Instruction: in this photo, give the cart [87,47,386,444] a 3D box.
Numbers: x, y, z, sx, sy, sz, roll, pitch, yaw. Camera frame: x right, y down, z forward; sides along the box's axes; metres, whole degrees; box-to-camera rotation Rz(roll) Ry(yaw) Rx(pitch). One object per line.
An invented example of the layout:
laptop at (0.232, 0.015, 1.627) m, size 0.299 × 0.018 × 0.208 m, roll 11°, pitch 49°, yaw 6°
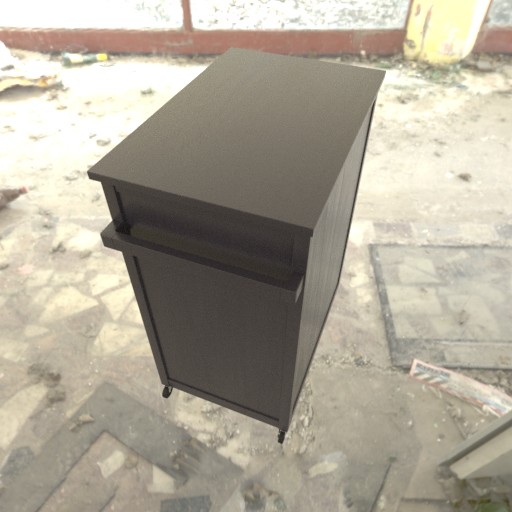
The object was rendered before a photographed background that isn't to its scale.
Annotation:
cart at (0.000, 0.000, 1.285) m, size 0.449 × 0.878 × 0.690 m, roll 16°, pitch 47°, yaw 15°
